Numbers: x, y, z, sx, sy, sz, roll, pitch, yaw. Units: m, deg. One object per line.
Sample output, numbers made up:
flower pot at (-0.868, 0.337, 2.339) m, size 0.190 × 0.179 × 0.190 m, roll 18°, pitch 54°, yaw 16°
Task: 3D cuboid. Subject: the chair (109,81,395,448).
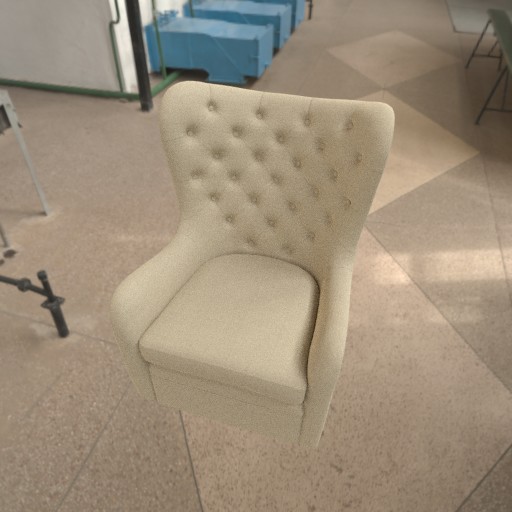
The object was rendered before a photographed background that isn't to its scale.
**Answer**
chair at (0.000, 0.000, 1.734) m, size 0.831 × 1.079 × 0.929 m, roll 11°, pitch 42°, yaw 13°
